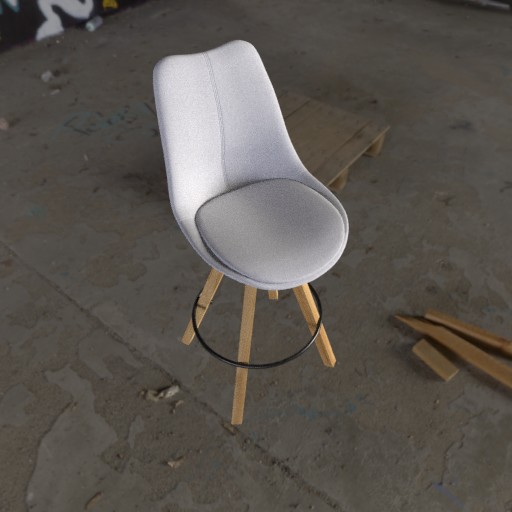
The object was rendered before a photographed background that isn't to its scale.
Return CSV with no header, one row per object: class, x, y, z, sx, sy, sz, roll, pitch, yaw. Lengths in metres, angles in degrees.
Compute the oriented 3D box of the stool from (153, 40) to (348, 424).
stool,0.000,0.000,1.414,0.484,1.115,0.550,-25,51,-22
